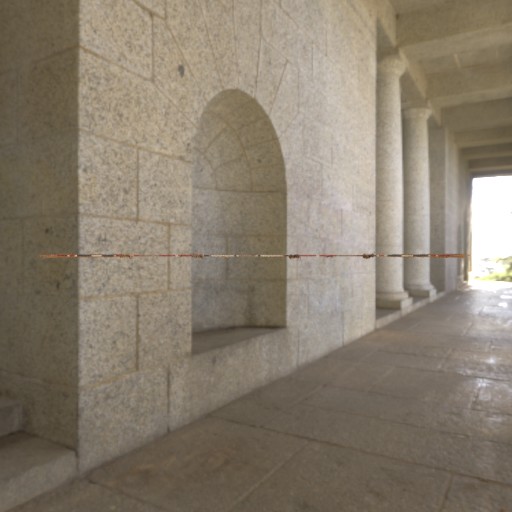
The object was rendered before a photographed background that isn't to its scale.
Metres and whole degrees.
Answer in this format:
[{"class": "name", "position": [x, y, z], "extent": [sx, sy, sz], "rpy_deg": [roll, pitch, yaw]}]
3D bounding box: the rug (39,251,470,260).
[{"class": "rug", "position": [0.000, 0.000, 3.222], "extent": [2.450, 0.048, 1.778], "rpy_deg": [0, 0, 1]}]
